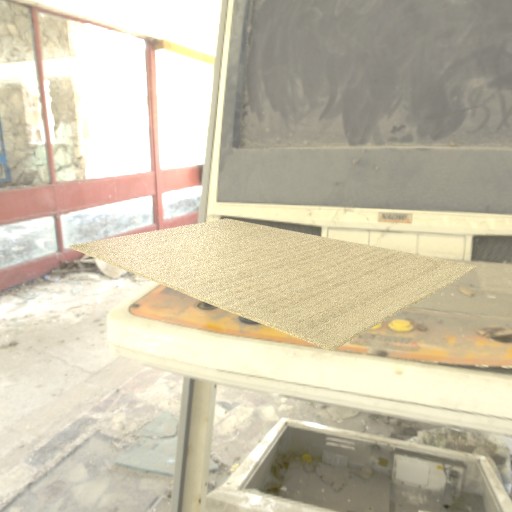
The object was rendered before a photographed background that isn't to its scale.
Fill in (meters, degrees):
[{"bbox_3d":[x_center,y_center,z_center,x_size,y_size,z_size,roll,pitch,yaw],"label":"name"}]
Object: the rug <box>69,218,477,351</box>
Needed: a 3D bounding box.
[{"bbox_3d":[0.000,0.000,2.951,2.297,0.018,1.532,14,21,43],"label":"rug"}]
